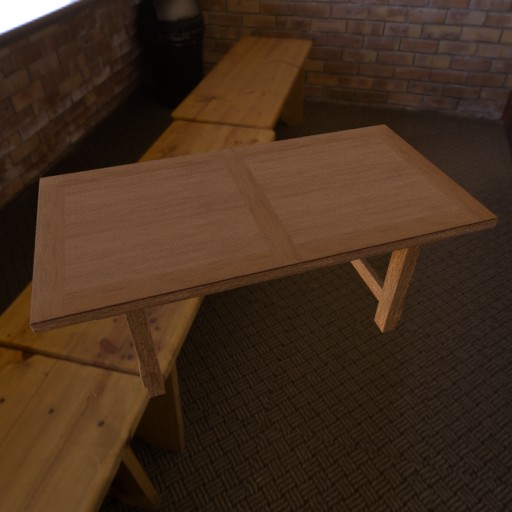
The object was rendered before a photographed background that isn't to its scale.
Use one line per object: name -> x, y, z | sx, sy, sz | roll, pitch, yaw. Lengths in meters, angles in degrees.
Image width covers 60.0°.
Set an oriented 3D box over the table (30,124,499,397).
table -> 0.000, 0.000, 2.373 | 1.982, 0.762, 1.000 | -12, 43, -13
